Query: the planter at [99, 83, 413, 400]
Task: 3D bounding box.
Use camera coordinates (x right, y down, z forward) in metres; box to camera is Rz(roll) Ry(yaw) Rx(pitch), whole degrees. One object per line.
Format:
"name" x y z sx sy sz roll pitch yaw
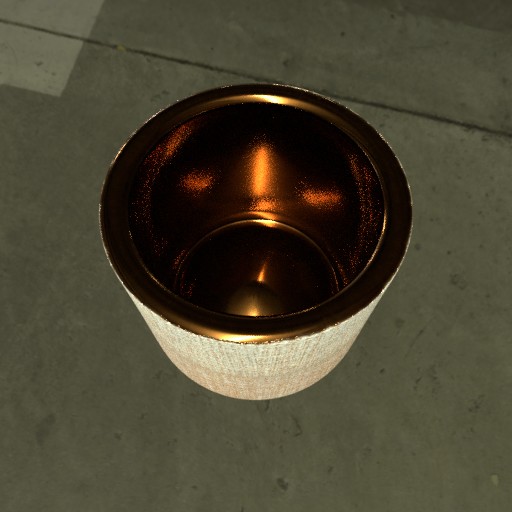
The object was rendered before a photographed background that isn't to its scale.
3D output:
"planter" 0.000 0.000 0.316 0.177 0.157 0.177 0 63 0
